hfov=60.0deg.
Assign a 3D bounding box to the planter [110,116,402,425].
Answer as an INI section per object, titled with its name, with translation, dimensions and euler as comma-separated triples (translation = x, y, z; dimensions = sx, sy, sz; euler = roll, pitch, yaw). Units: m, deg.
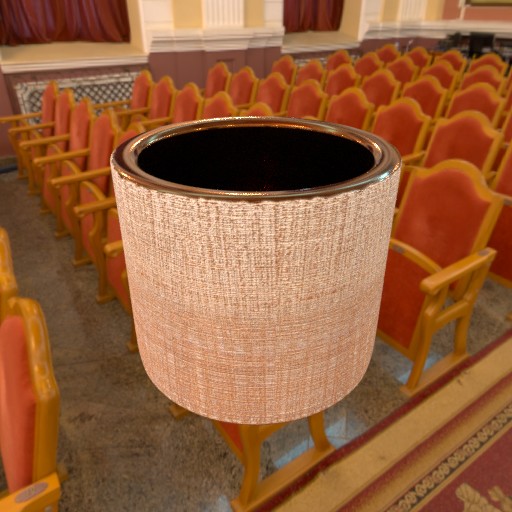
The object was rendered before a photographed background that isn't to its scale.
[planter]
translation = 0.000, 0.000, 0.313
dimensions = 0.177, 0.157, 0.177
euler = 0, 30, 0
